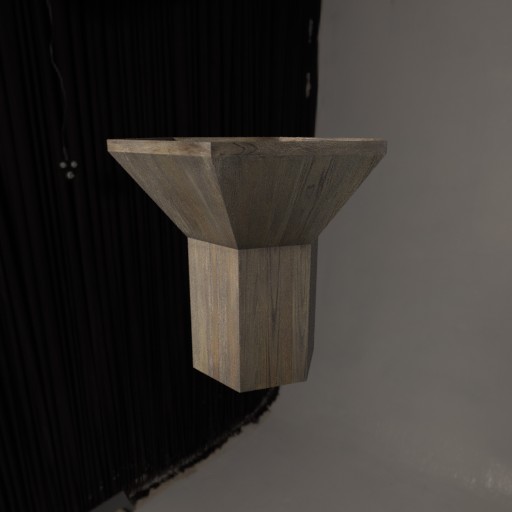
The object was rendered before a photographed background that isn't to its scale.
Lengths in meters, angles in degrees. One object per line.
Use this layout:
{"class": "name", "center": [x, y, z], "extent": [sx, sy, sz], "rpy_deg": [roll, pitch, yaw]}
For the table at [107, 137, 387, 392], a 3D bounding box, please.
{"class": "table", "center": [0.000, 0.000, 1.147], "extent": [0.683, 0.586, 0.592], "rpy_deg": [14, 21, 41]}
